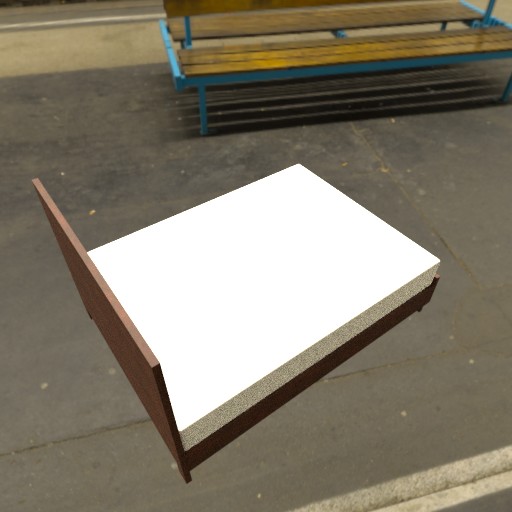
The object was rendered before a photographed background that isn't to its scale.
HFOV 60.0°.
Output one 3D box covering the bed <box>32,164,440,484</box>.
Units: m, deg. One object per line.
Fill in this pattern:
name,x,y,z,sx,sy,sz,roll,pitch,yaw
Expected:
bed,0.000,0.000,3.113,2.184,1.270,1.600,-27,50,-25
